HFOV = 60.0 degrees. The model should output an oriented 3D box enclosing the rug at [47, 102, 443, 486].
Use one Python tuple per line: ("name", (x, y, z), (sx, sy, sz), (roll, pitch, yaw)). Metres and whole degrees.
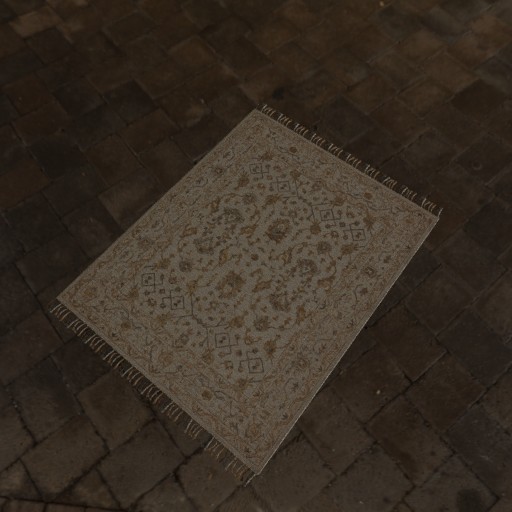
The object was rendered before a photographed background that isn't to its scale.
("rug", (0.000, 0.000, 2.300), (1.278, 0.009, 1.726), (35, 69, 16))
